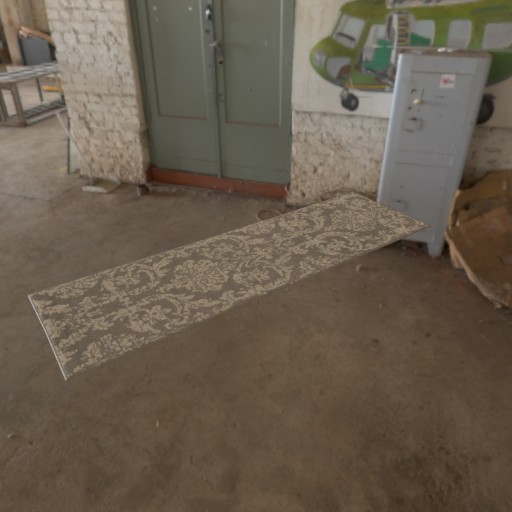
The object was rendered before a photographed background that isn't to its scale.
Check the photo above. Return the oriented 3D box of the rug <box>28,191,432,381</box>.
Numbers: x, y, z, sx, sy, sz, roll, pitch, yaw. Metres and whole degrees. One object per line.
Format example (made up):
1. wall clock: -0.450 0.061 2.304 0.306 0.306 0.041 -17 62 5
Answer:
1. rug: 0.000 0.000 2.424 2.196 0.011 0.662 -20 36 -30
